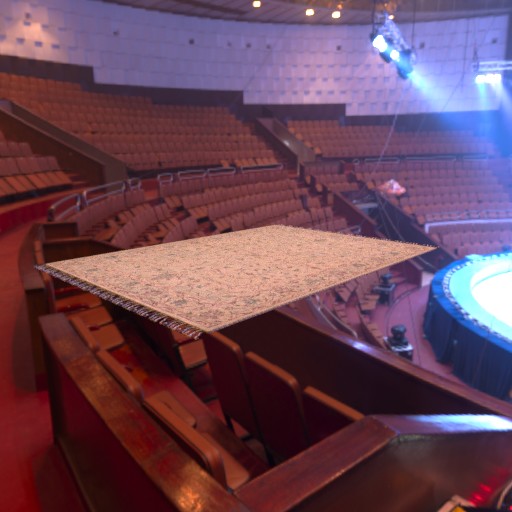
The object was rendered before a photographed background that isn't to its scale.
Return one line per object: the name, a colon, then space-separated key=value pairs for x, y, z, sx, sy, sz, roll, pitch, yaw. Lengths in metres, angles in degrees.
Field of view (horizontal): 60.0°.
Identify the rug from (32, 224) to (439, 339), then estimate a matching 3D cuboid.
rug: x=0.000 y=0.000 z=2.327 sx=1.247 sy=0.008 sz=1.802 roll=12 pitch=18 yaw=42
